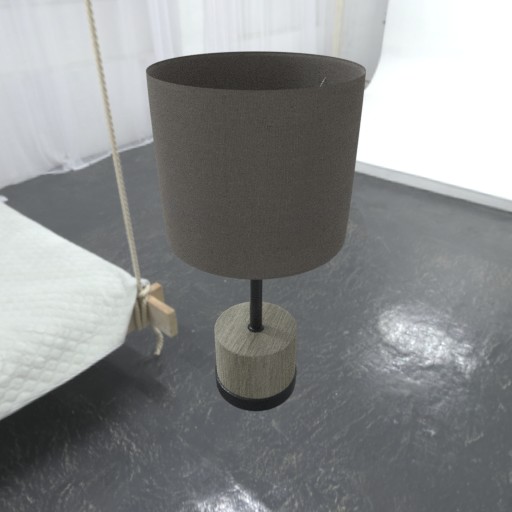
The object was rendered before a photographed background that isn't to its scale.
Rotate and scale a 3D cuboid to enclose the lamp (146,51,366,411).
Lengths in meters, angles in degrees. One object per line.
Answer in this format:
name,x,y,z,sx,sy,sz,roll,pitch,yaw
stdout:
lamp,0.000,0.000,0.591,0.229,0.470,0.229,11,34,17
